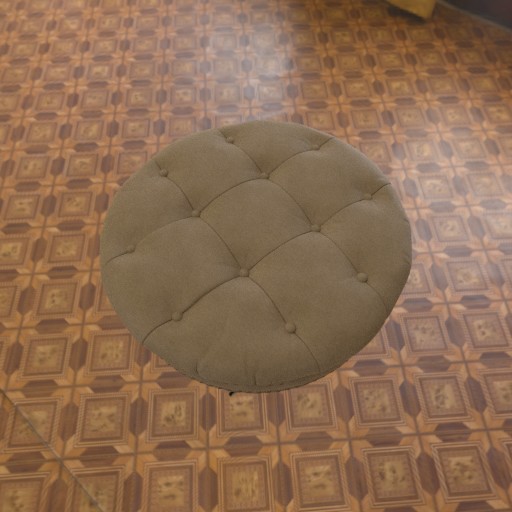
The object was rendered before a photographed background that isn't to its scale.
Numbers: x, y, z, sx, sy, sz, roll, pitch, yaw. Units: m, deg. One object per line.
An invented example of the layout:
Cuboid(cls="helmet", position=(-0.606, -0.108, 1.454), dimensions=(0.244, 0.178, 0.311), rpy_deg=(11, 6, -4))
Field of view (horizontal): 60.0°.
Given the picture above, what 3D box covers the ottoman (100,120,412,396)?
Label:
Cuboid(cls="ottoman", position=(0.000, 0.000, 1.415), dimensions=(0.901, 0.439, 0.901), rpy_deg=(0, 58, 0))
